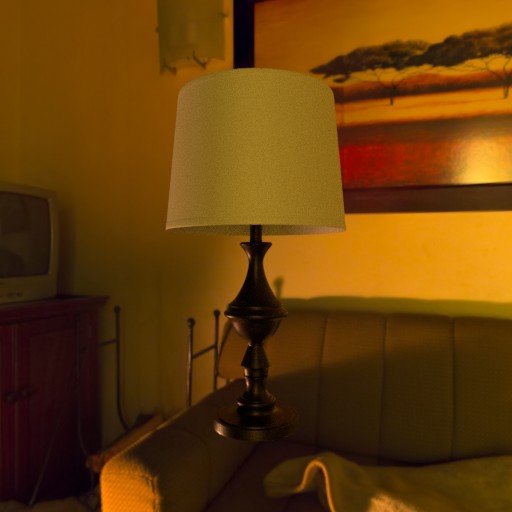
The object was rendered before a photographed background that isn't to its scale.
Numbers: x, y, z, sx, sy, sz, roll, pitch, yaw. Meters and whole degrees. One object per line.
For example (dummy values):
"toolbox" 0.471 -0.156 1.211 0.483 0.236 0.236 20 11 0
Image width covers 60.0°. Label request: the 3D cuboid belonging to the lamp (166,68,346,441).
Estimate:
"lamp" 0.000 0.000 0.959 0.383 0.726 0.383 0 0 0
